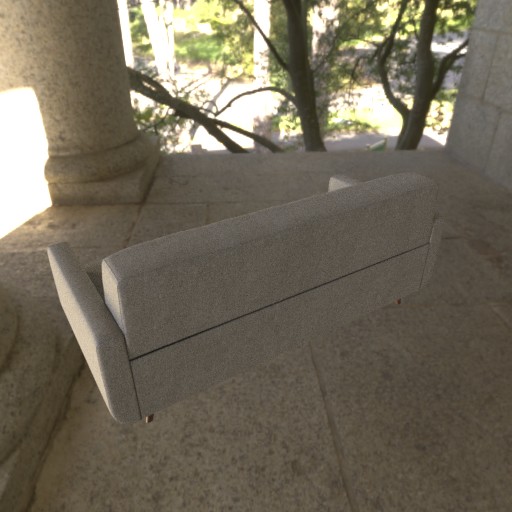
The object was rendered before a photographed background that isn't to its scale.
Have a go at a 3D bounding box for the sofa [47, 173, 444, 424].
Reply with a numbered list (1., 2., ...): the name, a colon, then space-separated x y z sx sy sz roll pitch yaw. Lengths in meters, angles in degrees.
1. sofa: 0.000 0.000 2.557 2.055 0.873 0.968 -18 35 -28
